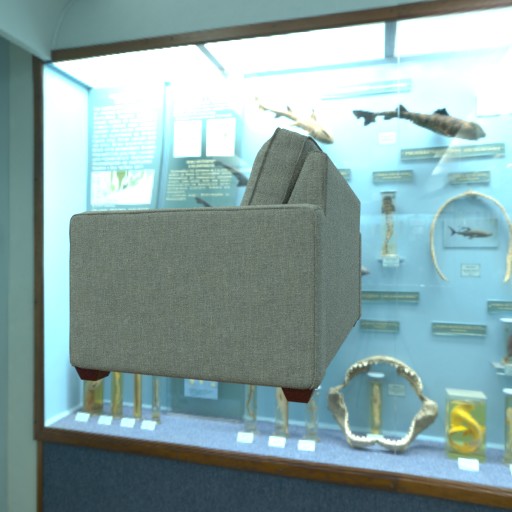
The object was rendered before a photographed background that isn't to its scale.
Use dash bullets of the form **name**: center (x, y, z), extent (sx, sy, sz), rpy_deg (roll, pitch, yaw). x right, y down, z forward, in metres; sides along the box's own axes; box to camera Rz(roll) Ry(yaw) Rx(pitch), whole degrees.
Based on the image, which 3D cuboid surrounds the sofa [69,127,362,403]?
- **sofa**: center (0.000, 0.000, 2.277), extent (0.945, 0.915, 1.706), rpy_deg (0, 0, 18)
